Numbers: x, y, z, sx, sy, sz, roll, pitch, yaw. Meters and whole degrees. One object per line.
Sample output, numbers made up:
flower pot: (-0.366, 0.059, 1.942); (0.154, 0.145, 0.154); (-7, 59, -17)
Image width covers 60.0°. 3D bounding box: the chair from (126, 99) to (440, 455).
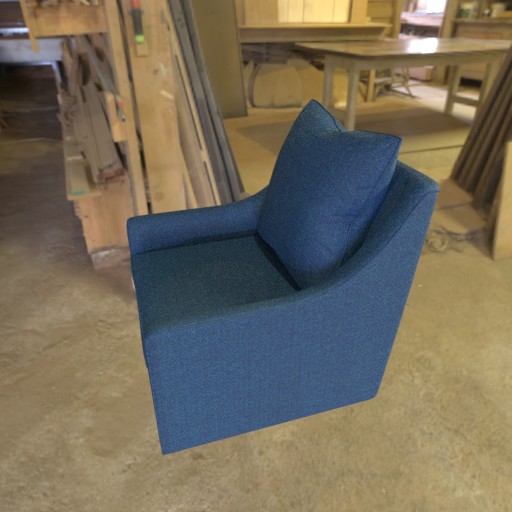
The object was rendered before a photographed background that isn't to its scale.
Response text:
chair: (0.000, 0.000, 1.587); (0.870, 0.939, 0.750); (-9, 32, -15)
